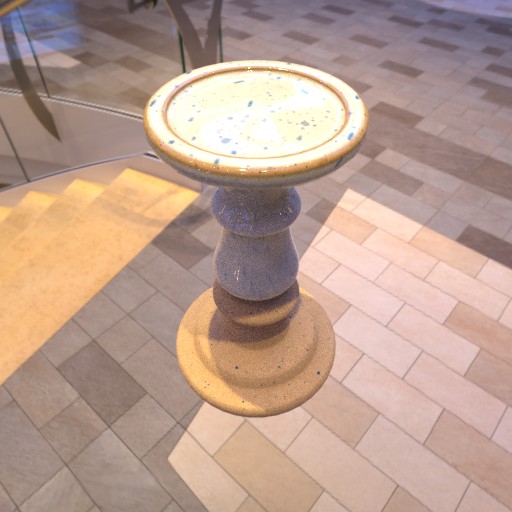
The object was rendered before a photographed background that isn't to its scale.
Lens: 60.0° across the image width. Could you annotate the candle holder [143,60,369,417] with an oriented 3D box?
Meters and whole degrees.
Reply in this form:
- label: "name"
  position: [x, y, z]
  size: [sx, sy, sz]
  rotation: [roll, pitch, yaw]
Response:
- label: "candle holder"
  position: [0.000, 0.000, 0.277]
  size: [0.123, 0.202, 0.123]
  rotation: [0, 46, 0]
